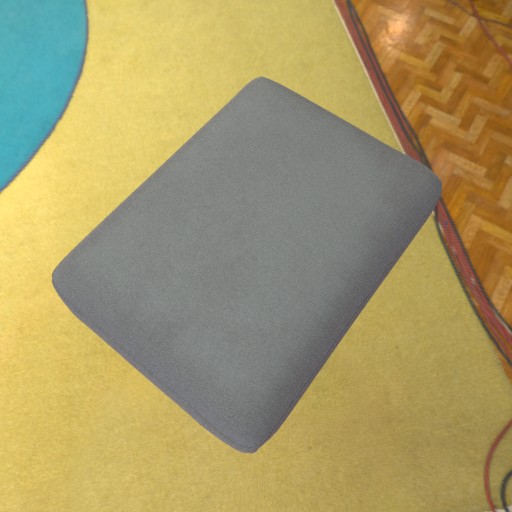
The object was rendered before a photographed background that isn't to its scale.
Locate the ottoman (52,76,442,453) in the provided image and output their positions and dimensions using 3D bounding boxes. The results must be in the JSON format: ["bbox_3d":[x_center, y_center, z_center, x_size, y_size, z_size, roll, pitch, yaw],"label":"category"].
[{"bbox_3d":[0.000,0.000,1.177,0.608,0.449,0.811,35,71,15],"label":"ottoman"}]
